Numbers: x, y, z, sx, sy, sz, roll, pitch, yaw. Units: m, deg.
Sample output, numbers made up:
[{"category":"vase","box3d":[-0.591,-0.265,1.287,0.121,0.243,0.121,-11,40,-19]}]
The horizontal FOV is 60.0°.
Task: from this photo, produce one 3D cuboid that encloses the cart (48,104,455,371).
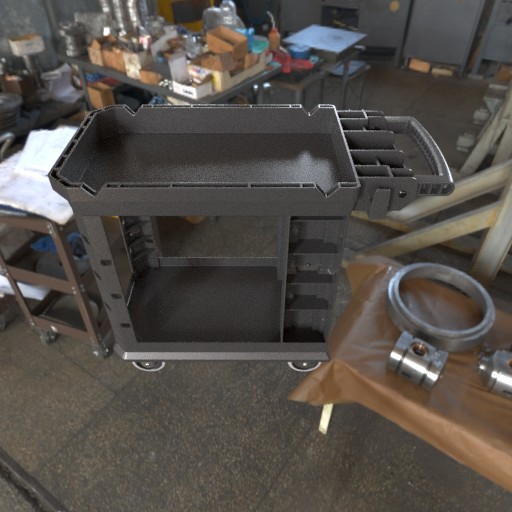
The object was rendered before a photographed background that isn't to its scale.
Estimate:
[{"category":"cart","box3d":[0.000,0.000,1.558,1.061,0.884,0.497,0,42,0]}]
